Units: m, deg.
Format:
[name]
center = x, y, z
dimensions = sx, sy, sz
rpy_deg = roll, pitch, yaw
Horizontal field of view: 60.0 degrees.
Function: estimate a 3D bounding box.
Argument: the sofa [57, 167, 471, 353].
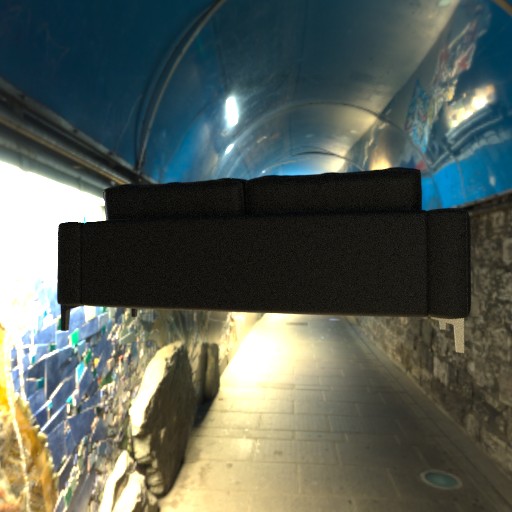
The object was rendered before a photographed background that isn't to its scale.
[sofa]
center = 0.000, 0.000, 2.686
dimensions = 2.275, 0.893, 0.833
rpy_deg = 0, -1, 17
